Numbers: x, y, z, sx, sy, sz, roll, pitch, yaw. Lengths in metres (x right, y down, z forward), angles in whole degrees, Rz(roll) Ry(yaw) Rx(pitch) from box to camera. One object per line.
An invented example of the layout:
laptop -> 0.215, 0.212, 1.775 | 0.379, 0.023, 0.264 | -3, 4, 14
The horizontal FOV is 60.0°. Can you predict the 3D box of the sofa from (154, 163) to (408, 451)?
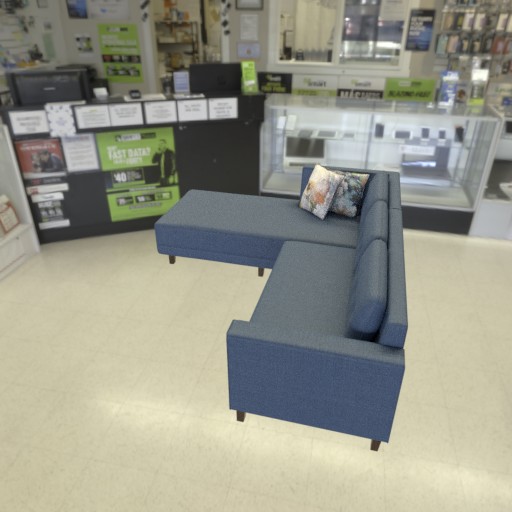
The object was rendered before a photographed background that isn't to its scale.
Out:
sofa -> 0.000, 0.000, 3.008 | 1.829, 0.787, 2.120 | 7, 31, 13
